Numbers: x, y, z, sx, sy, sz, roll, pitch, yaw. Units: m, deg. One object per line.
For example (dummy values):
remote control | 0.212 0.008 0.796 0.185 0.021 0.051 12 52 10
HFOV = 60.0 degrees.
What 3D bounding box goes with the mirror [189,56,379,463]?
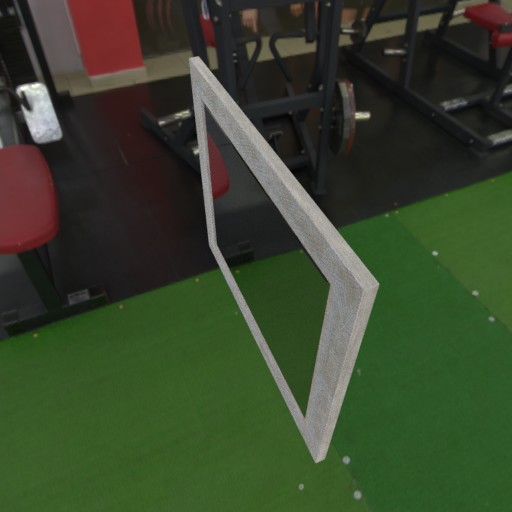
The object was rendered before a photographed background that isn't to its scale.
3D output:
mirror | 0.000 0.000 1.133 0.028 0.689 0.839 -17 49 -15
